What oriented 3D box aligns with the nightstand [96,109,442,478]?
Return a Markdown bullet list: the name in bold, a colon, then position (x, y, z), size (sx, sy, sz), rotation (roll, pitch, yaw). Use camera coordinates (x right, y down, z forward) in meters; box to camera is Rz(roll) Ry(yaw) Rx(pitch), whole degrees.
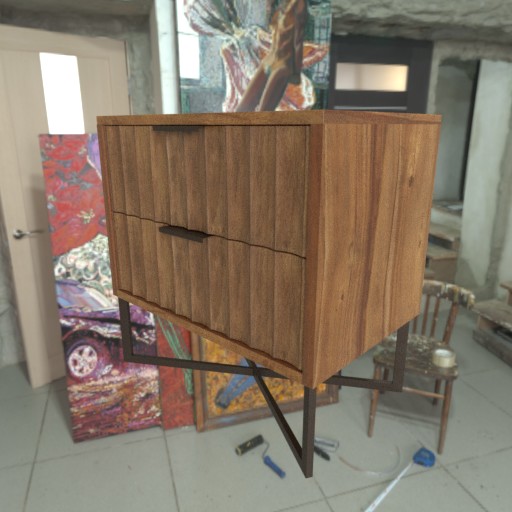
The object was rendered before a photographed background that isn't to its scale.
- **nightstand**: position (0.000, 0.000, 1.018), size (0.613, 0.615, 0.427), rotation (15, 22, 41)
